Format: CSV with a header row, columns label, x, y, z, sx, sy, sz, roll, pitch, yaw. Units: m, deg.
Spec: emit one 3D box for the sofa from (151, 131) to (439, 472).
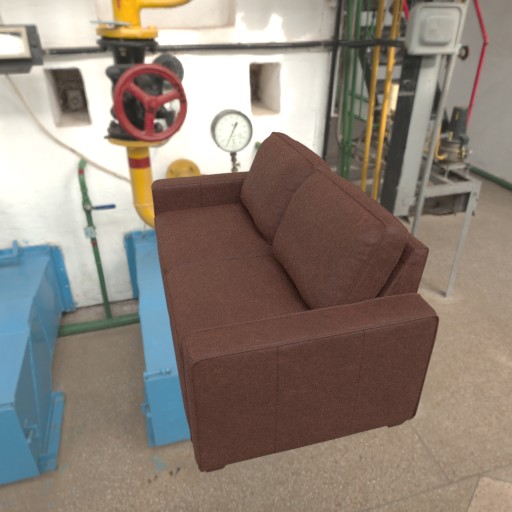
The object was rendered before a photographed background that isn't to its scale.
label,x,y,z,sx,sy,sz,roll,pitch,yaw
sofa,0.000,0.000,2.262,0.947,0.918,1.709,-8,31,-13
